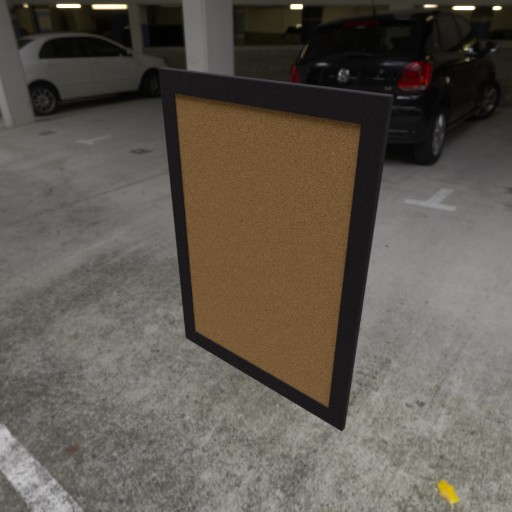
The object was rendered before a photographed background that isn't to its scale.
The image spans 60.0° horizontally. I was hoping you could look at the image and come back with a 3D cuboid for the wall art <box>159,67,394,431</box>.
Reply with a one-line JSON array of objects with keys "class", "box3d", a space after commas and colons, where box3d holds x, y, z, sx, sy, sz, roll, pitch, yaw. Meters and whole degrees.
[{"class": "wall art", "box3d": [0.000, 0.000, 0.706, 0.374, 0.529, 0.012, 22, 36, 33]}]
